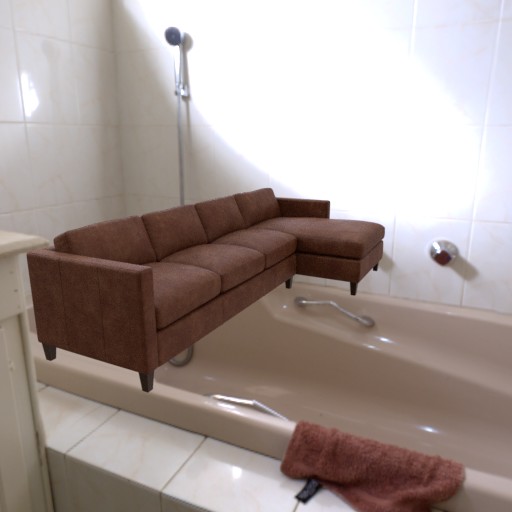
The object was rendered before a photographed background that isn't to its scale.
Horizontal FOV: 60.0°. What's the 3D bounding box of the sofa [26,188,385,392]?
[{"bbox_3d":[0.000,0.000,3.849,1.581,0.883,3.203,7,16,26],"label":"sofa"}]
